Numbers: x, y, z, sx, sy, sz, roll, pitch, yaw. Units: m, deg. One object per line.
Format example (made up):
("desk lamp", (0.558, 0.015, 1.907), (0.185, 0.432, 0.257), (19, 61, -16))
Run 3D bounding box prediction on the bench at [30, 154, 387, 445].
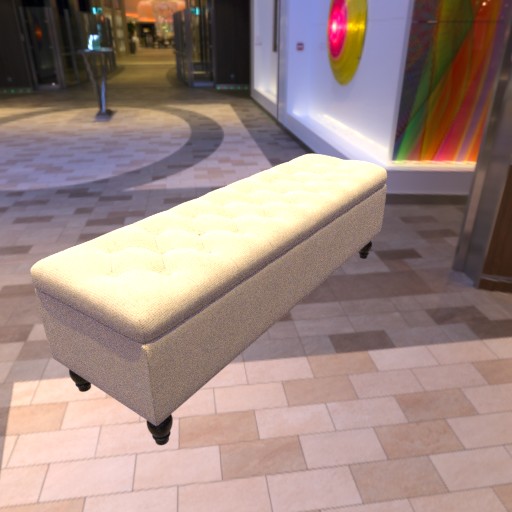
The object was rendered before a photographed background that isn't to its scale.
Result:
("bench", (0.000, 0.000, 1.683), (0.455, 0.467, 1.480), (18, 32, 31))
